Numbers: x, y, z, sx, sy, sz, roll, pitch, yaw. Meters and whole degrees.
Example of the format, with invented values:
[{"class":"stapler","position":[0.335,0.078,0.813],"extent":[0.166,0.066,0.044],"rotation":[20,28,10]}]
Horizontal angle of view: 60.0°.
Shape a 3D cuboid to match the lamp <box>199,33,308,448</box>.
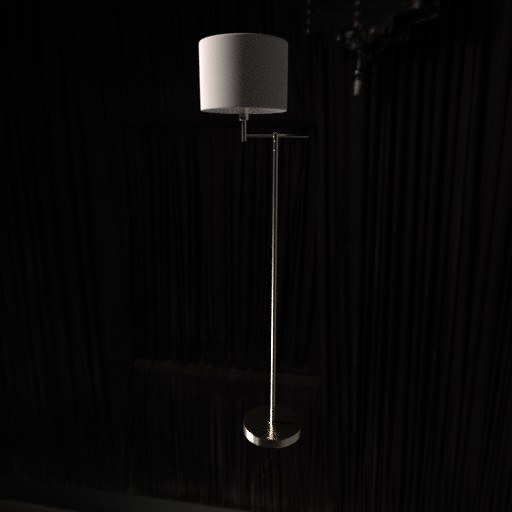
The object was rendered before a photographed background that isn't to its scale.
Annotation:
[{"class":"lamp","position":[0.000,0.000,1.814],"extent":[0.416,1.600,0.324],"rotation":[2,15,9]}]
